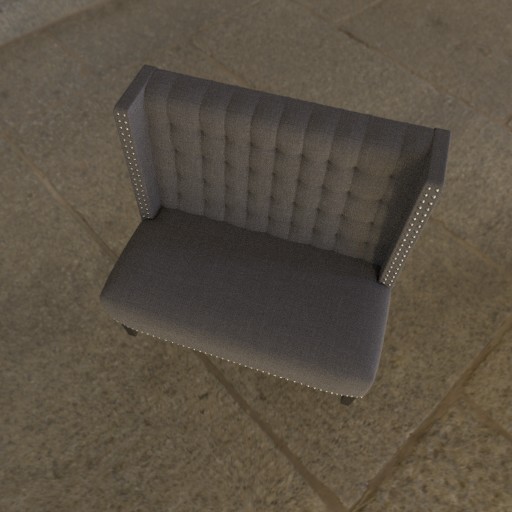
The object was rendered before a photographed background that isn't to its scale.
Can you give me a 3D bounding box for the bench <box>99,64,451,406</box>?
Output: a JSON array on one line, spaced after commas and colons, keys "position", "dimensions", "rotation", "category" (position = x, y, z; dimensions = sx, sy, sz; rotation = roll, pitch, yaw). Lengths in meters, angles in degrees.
[{"position": [0.000, 0.000, 2.006], "dimensions": [1.276, 1.121, 0.842], "rotation": [16, 60, 9], "category": "bench"}]
